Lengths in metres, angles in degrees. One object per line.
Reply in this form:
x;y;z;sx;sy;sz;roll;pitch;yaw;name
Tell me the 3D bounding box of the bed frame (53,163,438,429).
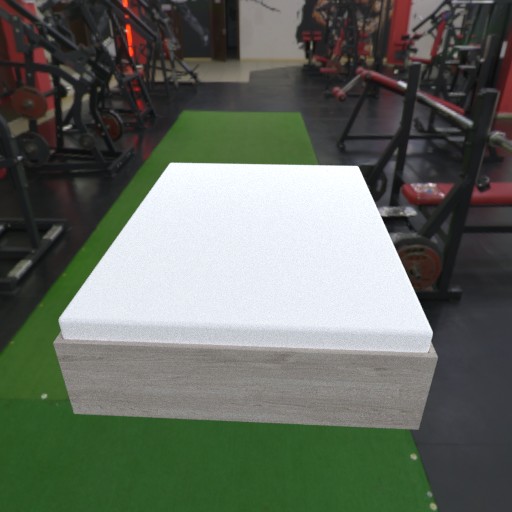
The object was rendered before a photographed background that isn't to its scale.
0.000;0.000;2.579;1.448;0.490;1.944;2;30;3;bed frame
